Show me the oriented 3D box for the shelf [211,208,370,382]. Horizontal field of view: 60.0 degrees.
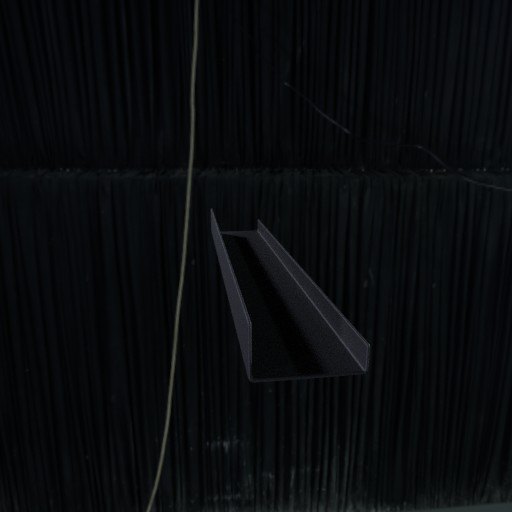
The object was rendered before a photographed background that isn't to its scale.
[{"bbox_3d":[0.000,0.000,0.647,0.102,0.053,0.605,-2,15,-8],"label":"shelf"}]
